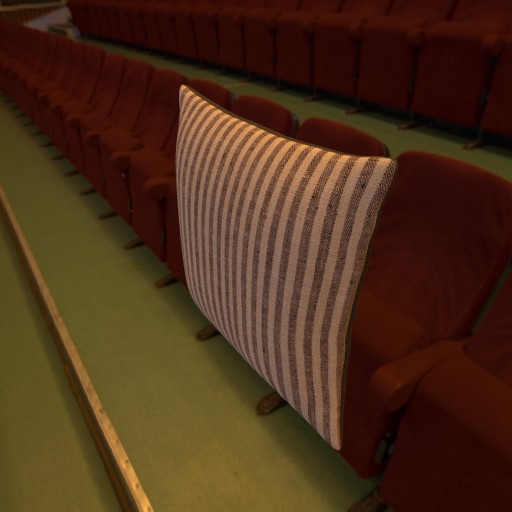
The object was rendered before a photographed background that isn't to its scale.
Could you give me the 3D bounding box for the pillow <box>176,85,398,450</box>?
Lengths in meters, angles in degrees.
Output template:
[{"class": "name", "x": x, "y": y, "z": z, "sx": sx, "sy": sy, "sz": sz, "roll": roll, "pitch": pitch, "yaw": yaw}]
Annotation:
[{"class": "pillow", "x": 0.000, "y": 0.000, "z": 0.793, "sx": 0.166, "sy": 0.506, "sz": 0.523, "roll": -20, "pitch": 37, "yaw": -29}]
